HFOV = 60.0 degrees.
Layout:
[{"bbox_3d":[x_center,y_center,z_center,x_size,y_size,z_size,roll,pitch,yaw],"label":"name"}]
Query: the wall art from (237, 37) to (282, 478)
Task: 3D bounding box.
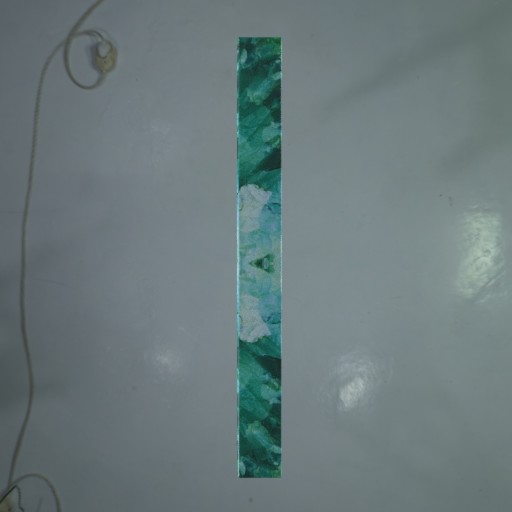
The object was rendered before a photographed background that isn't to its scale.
[{"bbox_3d":[0.000,0.000,0.469,0.033,0.313,0.313,0,91,-1],"label":"wall art"}]
